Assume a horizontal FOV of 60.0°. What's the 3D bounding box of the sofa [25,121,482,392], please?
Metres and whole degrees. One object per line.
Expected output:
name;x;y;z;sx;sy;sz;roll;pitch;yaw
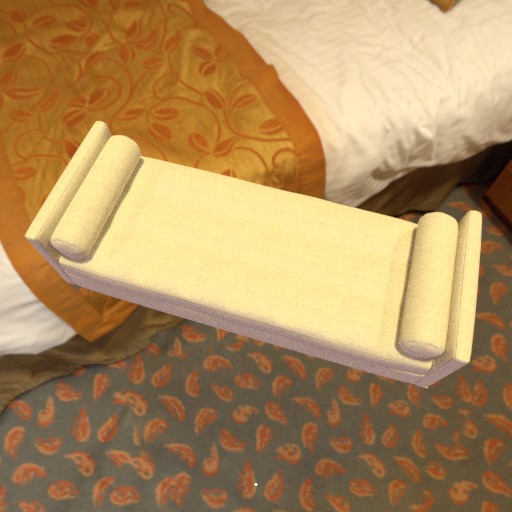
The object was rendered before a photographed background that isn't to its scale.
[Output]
sofa;0.000;0.000;2.409;2.102;0.655;0.797;15;64;8
